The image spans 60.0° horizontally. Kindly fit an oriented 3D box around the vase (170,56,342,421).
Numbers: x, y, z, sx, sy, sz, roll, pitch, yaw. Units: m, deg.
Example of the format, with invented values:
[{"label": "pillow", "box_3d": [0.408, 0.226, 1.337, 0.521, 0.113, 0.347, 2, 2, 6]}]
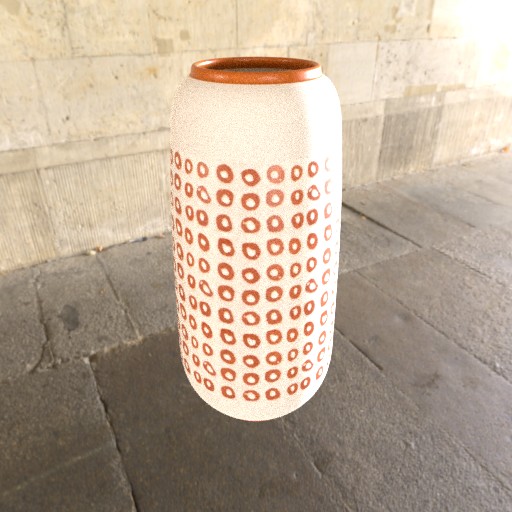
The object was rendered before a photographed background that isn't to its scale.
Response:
[{"label": "vase", "box_3d": [0.000, 0.000, 0.351, 0.133, 0.282, 0.133, 0, 30, 0]}]
